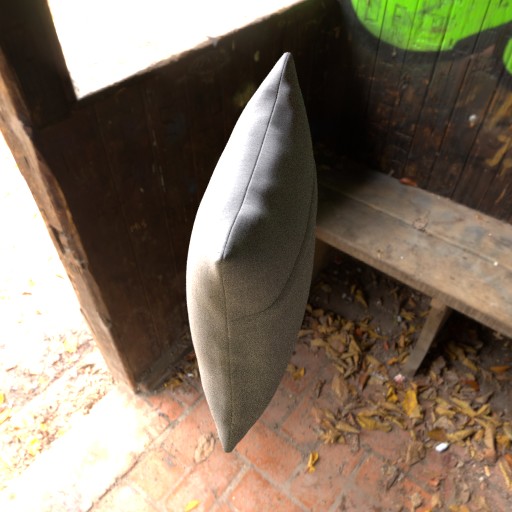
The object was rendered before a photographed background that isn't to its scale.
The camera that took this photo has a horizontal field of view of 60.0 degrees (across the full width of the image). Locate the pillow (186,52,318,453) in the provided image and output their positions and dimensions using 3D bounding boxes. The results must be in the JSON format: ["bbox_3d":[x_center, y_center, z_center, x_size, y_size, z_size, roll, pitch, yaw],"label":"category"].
[{"bbox_3d":[0.000,0.000,0.667,0.173,0.436,0.433,7,46,7],"label":"pillow"}]
